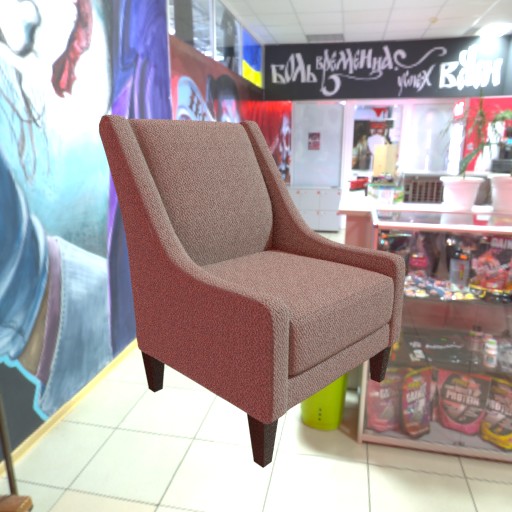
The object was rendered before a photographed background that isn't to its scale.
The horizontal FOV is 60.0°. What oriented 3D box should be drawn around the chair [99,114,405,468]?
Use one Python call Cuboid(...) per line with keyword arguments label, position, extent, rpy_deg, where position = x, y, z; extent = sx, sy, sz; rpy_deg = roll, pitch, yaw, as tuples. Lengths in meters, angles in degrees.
Cuboid(label="chair", position=(0.000, 0.000, 1.661), extent=(0.870, 1.014, 0.774), rpy_deg=(14, 20, 43))
